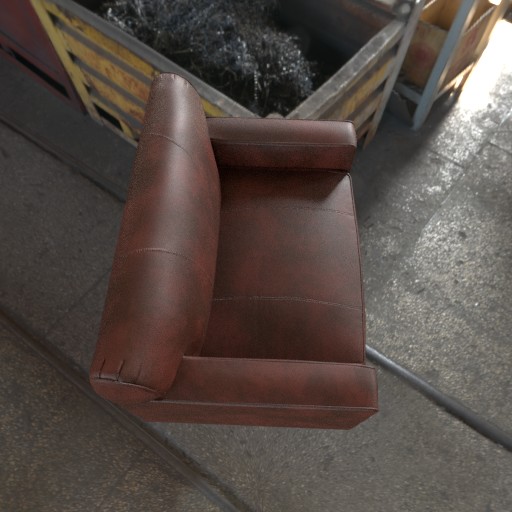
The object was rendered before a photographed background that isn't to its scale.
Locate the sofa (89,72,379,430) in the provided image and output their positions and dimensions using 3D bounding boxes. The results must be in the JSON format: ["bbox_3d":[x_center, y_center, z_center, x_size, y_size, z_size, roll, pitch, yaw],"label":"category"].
[{"bbox_3d":[0.000,0.000,2.018,1.000,0.956,1.413,2,62,1],"label":"sofa"}]
